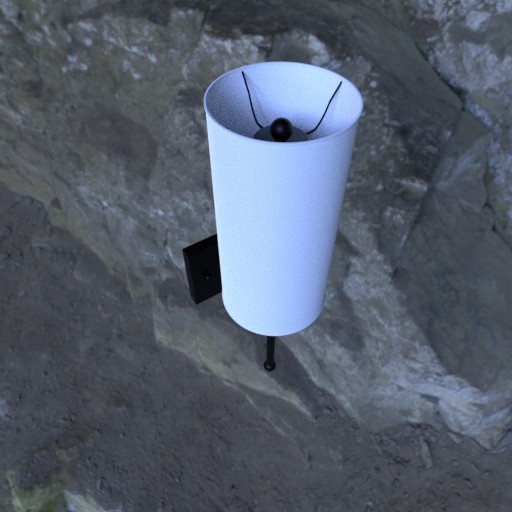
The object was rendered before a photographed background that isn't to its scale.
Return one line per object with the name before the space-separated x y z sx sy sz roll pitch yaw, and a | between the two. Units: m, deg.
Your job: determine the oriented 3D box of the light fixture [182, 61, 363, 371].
light fixture | 0.000 0.000 0.553 0.128 0.462 0.208 -26 53 -21
